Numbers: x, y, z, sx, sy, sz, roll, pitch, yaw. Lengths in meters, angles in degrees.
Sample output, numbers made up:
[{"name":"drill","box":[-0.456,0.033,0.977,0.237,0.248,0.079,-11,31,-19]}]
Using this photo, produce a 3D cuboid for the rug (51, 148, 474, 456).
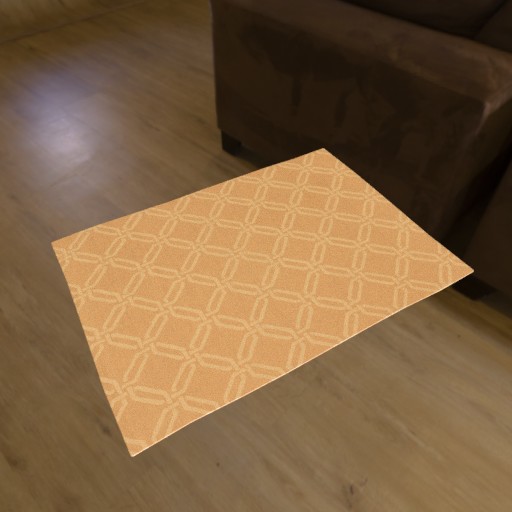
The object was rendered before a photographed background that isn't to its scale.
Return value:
[{"name":"rug","box":[0.000,0.000,2.712,2.135,0.013,1.524,-23,51,-20]}]
